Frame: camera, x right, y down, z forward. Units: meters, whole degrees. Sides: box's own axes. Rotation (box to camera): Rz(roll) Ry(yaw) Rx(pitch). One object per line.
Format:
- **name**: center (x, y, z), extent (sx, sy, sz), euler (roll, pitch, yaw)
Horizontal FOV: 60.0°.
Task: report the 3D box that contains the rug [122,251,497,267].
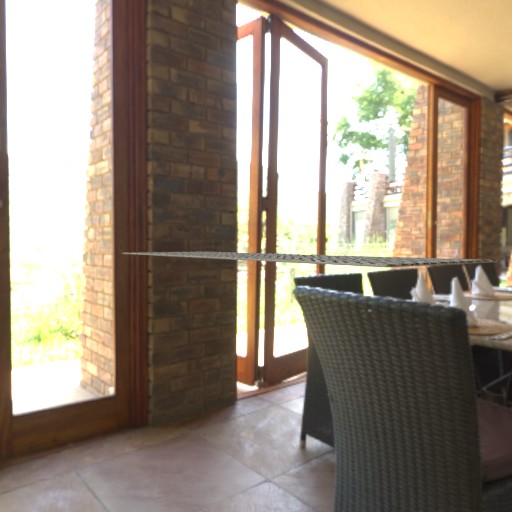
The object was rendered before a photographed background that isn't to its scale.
- **rug**: center (0.000, 0.000, 2.637), extent (0.750, 0.009, 2.435), euler (-1, 2, -37)
